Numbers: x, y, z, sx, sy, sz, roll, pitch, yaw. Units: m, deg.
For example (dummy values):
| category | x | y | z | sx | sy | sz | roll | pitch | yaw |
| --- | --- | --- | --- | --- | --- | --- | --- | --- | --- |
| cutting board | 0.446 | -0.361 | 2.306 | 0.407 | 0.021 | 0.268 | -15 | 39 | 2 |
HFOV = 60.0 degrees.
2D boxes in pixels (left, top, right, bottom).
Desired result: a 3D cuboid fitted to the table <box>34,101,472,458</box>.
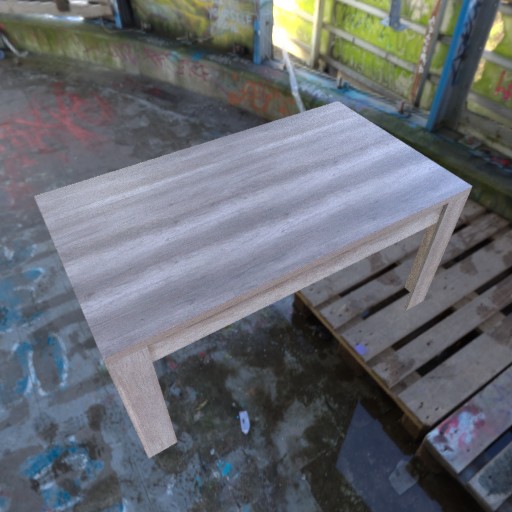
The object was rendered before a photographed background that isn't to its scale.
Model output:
| category | x | y | z | sx | sy | sz | roll | pitch | yaw |
| --- | --- | --- | --- | --- | --- | --- | --- | --- | --- |
| table | 0.000 | 0.000 | 2.131 | 1.600 | 0.775 | 0.900 | -24 | 50 | -21 |
